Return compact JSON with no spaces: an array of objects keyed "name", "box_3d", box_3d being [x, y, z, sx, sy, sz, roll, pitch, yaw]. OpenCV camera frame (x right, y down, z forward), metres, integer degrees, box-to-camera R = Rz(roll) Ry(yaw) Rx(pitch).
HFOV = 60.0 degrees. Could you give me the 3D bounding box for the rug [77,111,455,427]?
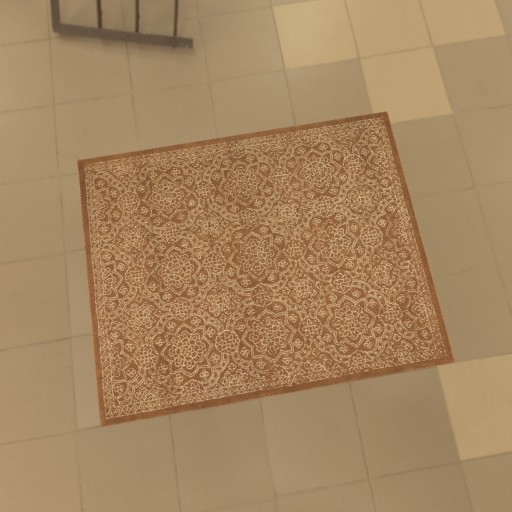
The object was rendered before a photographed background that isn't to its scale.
[{"name":"rug","box_3d":[0.000,0.000,4.024,3.050,0.015,2.441,-10,77,-2]}]
